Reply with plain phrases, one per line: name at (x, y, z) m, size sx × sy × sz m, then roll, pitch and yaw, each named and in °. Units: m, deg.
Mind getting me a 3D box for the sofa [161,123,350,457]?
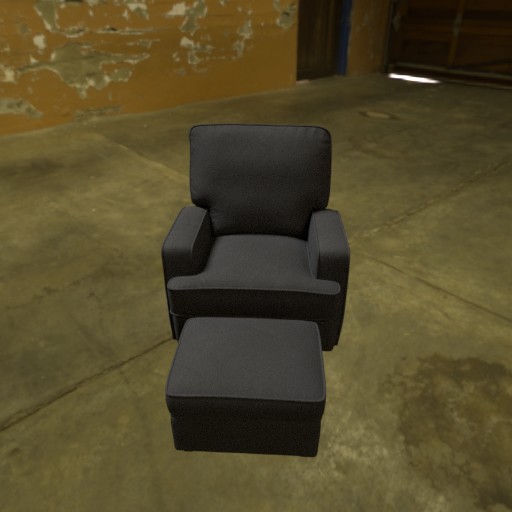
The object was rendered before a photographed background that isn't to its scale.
sofa at (0.000, 0.000, 2.053) m, size 0.861 × 0.959 × 1.472 m, roll 2°, pitch 30°, yaw 3°
